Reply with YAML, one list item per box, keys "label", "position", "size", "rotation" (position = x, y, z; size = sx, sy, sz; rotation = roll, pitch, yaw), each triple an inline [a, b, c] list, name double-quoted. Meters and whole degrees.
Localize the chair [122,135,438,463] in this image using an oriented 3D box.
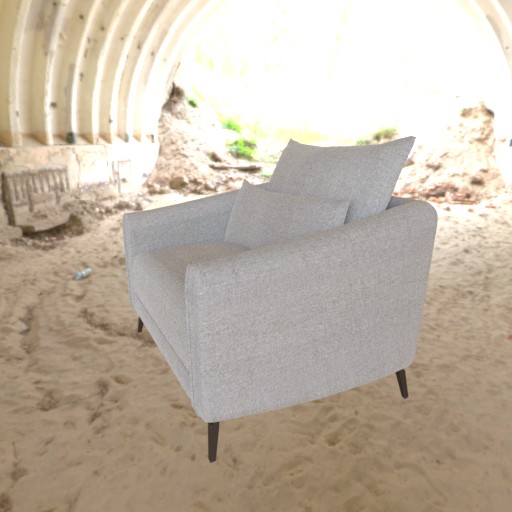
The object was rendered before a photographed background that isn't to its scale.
- label: "chair"
  position: [0.000, 0.000, 1.638]
  size: [0.801, 0.856, 1.029]
  rotation: [-7, 16, -25]
